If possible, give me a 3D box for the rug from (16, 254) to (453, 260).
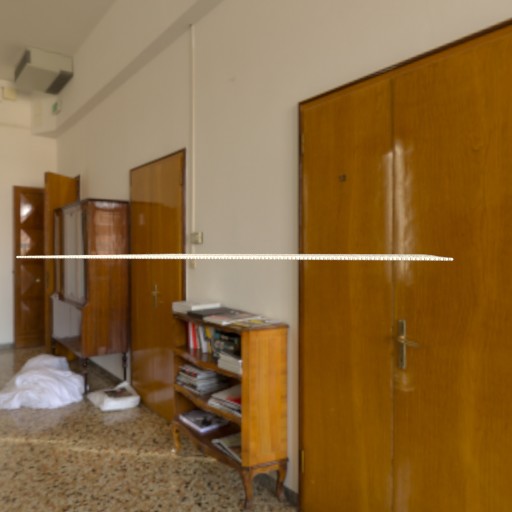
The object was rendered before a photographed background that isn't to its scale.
[{"bbox_3d":[0.000,0.000,4.039,3.048,0.013,2.438,0,1,18],"label":"rug"}]
